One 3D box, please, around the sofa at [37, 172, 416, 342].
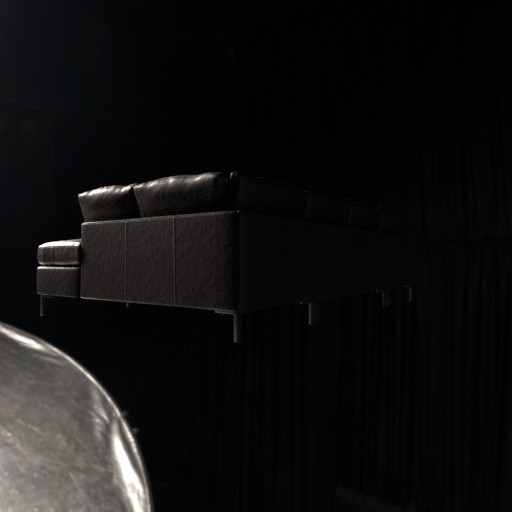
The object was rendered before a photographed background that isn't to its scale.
[{"bbox_3d":[0.000,0.000,3.936,1.939,0.900,2.956,0,-1,36],"label":"sofa"}]
